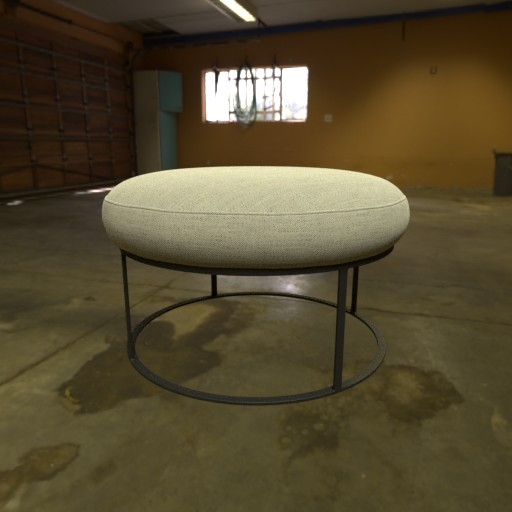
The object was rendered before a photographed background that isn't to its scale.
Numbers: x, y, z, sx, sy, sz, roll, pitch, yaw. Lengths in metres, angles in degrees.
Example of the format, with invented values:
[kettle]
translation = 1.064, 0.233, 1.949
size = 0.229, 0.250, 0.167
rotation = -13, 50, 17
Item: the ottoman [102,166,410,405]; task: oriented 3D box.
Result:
[ottoman]
translation = 0.000, 0.000, 1.200
size = 0.769, 0.459, 0.769
rotation = 0, 14, 0
